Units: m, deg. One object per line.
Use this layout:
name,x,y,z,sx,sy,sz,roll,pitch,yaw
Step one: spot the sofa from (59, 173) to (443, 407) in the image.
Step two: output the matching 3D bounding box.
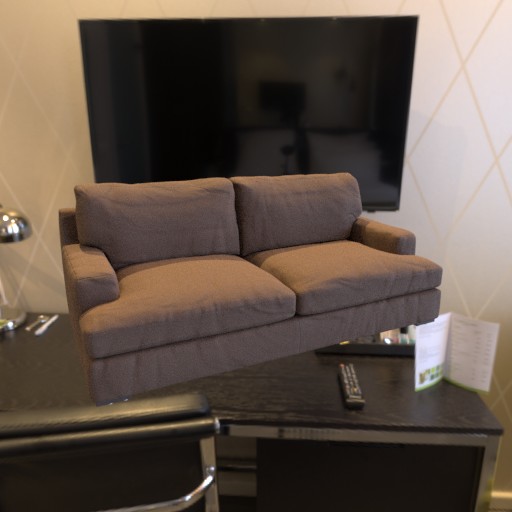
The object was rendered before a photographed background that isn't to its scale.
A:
sofa,0.000,0.000,2.872,2.274,0.950,1.140,-8,17,-25
